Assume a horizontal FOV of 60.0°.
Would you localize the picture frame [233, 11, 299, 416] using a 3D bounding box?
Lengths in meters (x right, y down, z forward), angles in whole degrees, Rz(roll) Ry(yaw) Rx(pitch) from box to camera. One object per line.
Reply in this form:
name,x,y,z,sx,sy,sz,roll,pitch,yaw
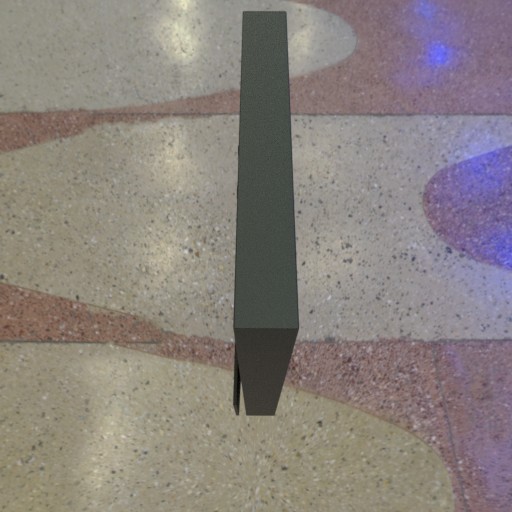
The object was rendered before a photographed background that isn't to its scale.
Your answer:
picture frame,0.000,0.000,0.269,0.028,0.208,0.157,0,63,0
